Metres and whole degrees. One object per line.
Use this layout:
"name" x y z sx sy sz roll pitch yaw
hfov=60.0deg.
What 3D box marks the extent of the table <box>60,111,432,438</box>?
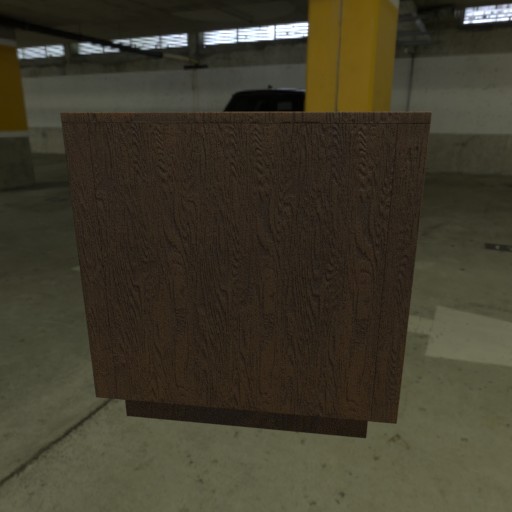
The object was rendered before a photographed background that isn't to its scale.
"table" 0.000 0.000 0.953 0.560 0.585 0.439 2 18 8
